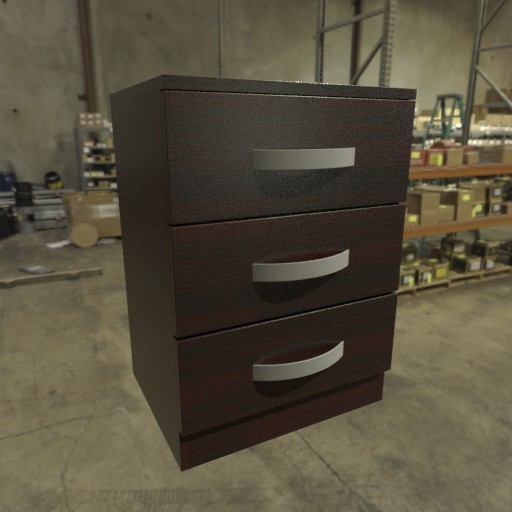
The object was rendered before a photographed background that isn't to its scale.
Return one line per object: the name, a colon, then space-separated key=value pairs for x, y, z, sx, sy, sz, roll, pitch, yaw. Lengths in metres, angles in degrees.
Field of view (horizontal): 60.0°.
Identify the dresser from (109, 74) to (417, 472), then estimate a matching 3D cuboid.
dresser: x=0.000 y=0.000 z=0.801 sx=0.400 sy=0.560 sz=0.360 roll=-8 pitch=18 yaw=-27
